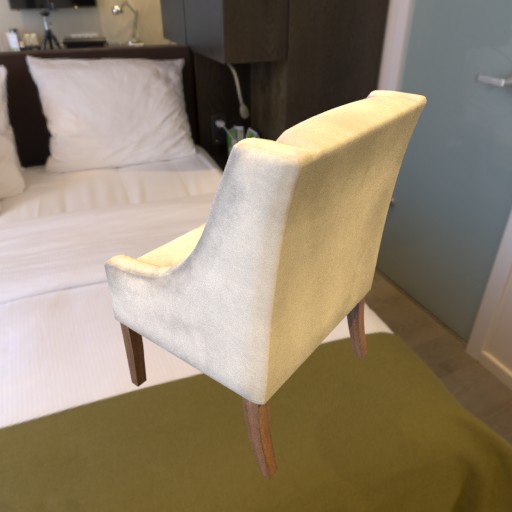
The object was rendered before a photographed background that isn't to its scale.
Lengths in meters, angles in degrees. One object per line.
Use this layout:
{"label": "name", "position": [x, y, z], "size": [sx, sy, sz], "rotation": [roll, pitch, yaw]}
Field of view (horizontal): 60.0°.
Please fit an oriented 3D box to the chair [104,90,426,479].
{"label": "chair", "position": [0.000, 0.000, 1.290], "size": [0.629, 0.895, 0.629], "rotation": [21, 37, 31]}
